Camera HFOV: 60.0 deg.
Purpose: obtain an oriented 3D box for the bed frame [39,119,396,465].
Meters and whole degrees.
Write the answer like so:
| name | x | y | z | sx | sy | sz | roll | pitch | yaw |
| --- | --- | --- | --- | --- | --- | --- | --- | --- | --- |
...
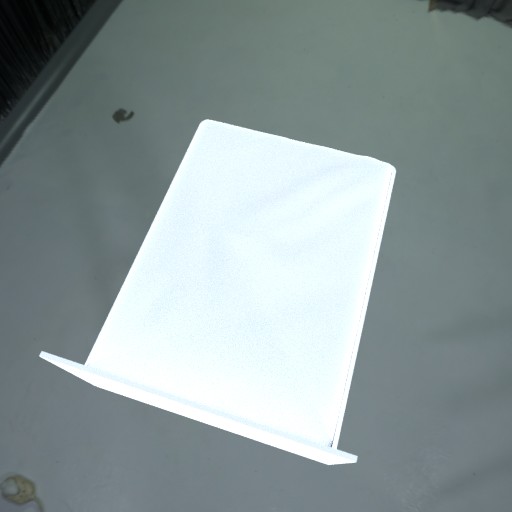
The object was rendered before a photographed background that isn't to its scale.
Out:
| name | x | y | z | sx | sy | sz | roll | pitch | yaw |
| --- | --- | --- | --- | --- | --- | --- | --- | --- | --- |
| bed frame | 0.000 | 0.000 | 2.717 | 1.490 | 0.800 | 1.950 | 16 | 65 | 7 |
